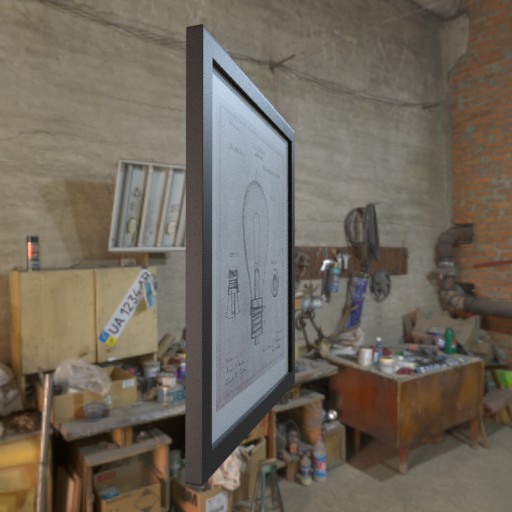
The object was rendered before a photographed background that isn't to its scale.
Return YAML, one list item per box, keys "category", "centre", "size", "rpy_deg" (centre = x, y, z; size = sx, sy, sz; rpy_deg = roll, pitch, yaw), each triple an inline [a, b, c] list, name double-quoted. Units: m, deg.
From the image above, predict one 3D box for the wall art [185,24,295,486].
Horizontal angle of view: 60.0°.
- category: "wall art"
  centre: [0.000, 0.000, 0.695]
  size: [0.021, 0.509, 0.430]
  rpy_deg: [0, -1, 19]
